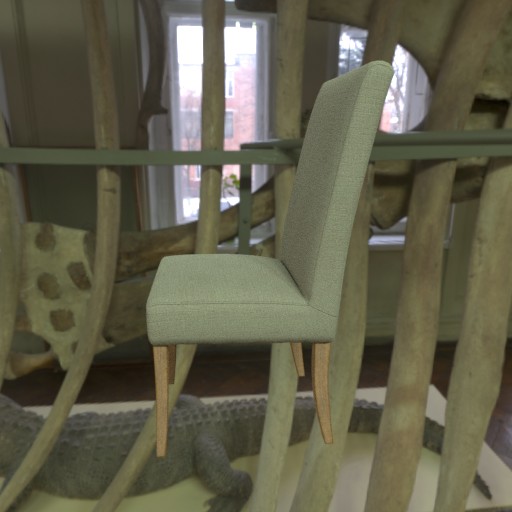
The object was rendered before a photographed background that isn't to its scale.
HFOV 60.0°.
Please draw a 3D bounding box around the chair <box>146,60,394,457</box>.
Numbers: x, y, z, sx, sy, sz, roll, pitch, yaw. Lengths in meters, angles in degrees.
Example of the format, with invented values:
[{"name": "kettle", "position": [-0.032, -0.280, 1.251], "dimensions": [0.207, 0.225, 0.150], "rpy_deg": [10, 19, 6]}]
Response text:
[{"name": "chair", "position": [0.000, 0.000, 1.328], "dimensions": [0.611, 1.033, 0.450], "rpy_deg": [-2, 15, -6]}]
